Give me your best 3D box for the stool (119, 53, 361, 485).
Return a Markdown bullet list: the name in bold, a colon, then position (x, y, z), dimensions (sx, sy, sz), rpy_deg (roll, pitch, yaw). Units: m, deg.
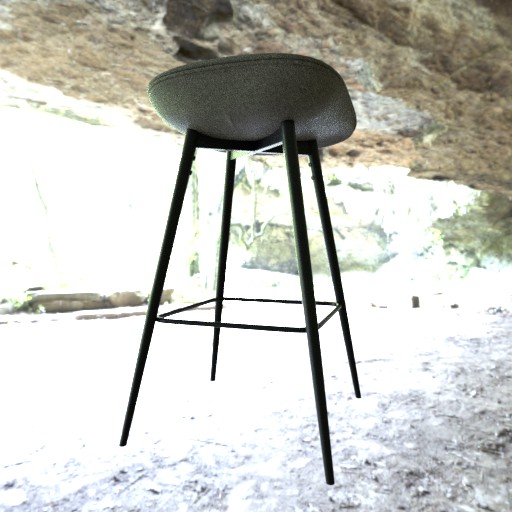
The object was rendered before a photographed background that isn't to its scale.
- **stool**: position (0.000, 0.000, 1.095), dimensions (0.469, 0.814, 0.480), rpy_deg (1, 2, 19)
